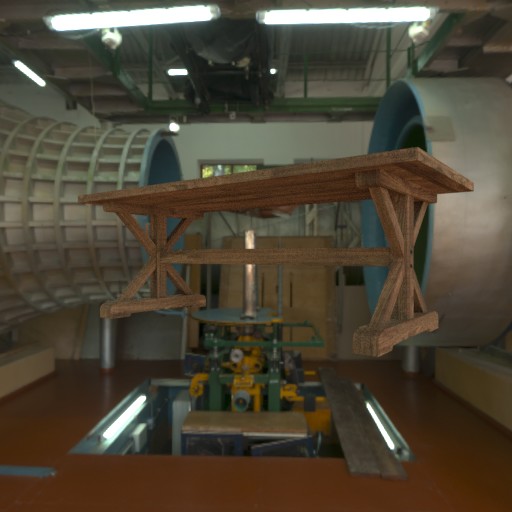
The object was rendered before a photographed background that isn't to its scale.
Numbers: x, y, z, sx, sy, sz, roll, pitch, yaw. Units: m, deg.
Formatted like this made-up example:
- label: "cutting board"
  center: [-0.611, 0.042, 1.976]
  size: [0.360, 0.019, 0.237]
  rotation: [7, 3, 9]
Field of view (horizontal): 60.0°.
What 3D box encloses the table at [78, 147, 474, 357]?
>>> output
- label: "table"
  center: [0.000, 0.000, 2.453]
  size: [2.031, 0.733, 0.907]
  rotation: [0, 0, 37]
